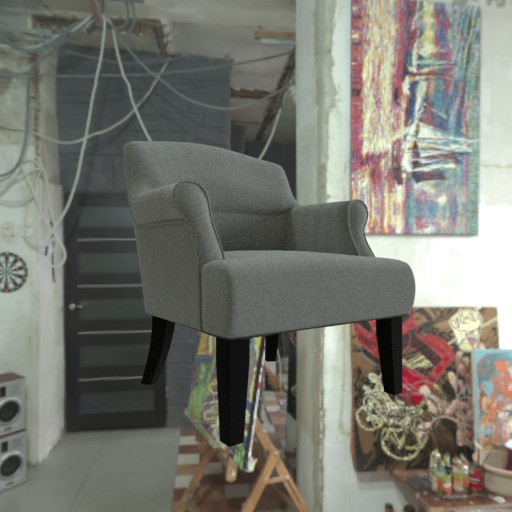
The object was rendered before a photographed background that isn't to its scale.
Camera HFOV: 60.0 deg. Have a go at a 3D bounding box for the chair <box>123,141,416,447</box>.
[{"bbox_3d":[0.000,0.000,1.490,0.772,0.880,0.755,0,0,-37],"label":"chair"}]
